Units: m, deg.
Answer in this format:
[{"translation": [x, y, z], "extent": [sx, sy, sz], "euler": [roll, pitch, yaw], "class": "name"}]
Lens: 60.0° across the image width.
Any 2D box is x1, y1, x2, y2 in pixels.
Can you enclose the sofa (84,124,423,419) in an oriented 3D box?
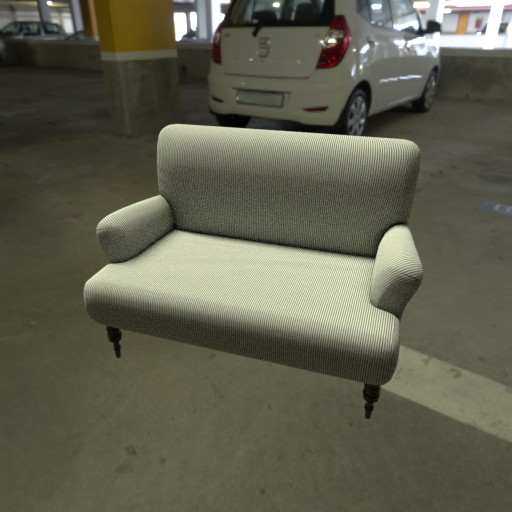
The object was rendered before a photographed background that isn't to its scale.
[{"translation": [0.000, 0.000, 1.859], "extent": [1.297, 0.889, 0.779], "euler": [9, 28, 16], "class": "sofa"}]
